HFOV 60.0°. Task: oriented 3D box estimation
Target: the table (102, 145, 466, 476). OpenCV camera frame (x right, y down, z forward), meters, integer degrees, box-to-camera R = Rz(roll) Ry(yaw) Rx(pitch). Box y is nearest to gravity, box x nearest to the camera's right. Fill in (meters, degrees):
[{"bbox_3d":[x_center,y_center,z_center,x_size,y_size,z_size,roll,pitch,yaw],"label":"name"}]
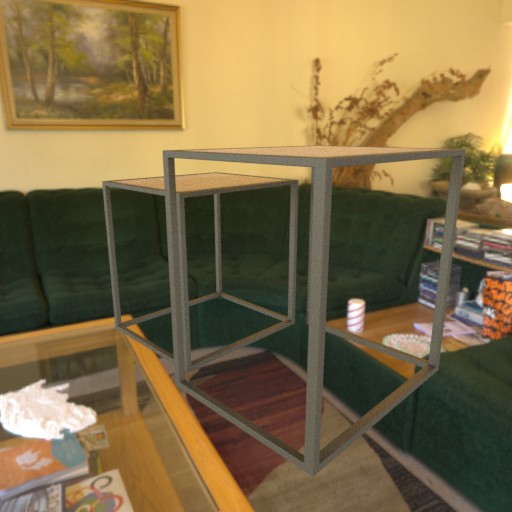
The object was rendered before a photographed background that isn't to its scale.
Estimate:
[{"bbox_3d":[0.000,0.000,1.137,0.508,0.540,0.788,-15,21,-43],"label":"table"}]
